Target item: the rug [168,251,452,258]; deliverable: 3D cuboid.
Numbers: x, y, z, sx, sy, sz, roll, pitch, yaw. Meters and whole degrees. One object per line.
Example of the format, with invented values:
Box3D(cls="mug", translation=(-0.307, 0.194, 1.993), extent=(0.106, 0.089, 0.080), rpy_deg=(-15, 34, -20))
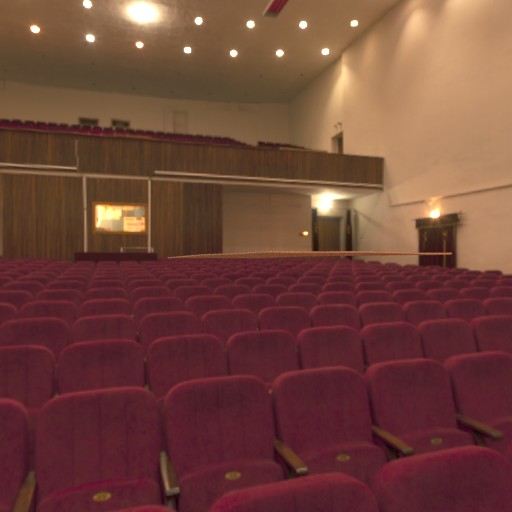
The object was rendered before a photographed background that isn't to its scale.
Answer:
Box3D(cls="rug", translation=(0.000, 0.000, 2.636), extent=(0.741, 0.014, 2.390), rpy_deg=(0, -1, -18))
